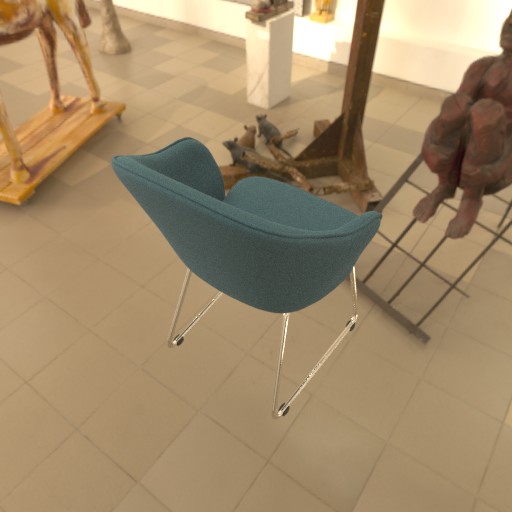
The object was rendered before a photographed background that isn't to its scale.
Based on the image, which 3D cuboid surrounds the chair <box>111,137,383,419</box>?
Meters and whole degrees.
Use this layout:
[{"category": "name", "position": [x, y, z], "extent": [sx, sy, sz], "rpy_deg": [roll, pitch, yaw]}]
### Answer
[{"category": "chair", "position": [0.000, 0.000, 1.212], "extent": [0.570, 0.815, 0.585], "rpy_deg": [27, 51, 24]}]
